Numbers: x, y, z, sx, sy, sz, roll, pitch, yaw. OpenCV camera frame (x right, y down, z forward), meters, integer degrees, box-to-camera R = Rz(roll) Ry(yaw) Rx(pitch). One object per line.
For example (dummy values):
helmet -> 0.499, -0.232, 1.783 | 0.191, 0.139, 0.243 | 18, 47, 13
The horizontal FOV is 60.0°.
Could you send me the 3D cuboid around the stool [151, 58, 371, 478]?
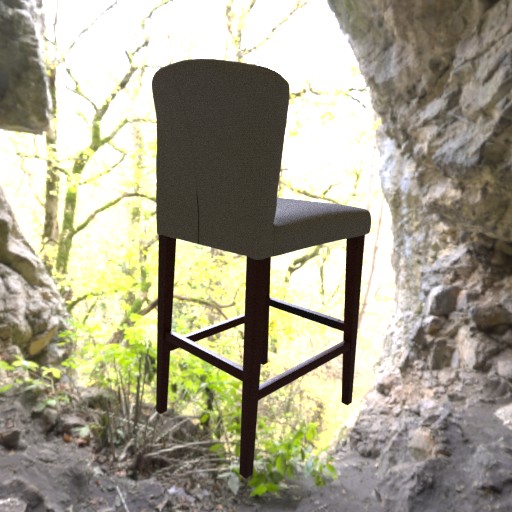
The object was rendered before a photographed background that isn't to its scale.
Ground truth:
stool -> 0.000, 0.000, 1.387 | 0.568, 1.069, 0.481 | -14, 19, -43
